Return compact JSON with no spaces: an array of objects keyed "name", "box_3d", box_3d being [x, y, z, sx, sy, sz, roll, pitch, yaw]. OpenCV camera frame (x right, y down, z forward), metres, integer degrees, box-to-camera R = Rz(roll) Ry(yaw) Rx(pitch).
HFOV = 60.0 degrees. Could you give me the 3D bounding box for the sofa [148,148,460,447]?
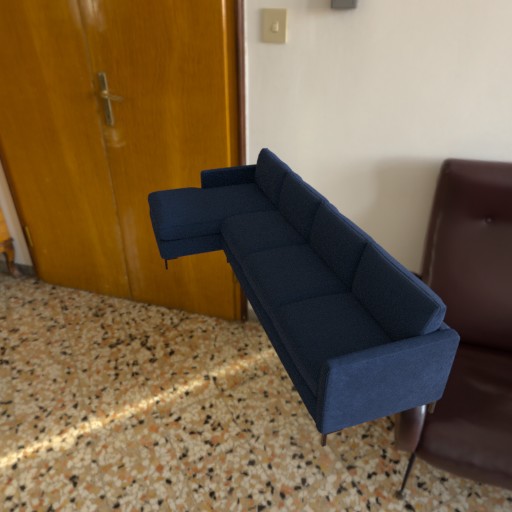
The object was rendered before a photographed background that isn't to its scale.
[{"name":"sofa","box_3d":[0.000,0.000,2.868,1.128,0.679,2.450,-10,33,-16]}]
